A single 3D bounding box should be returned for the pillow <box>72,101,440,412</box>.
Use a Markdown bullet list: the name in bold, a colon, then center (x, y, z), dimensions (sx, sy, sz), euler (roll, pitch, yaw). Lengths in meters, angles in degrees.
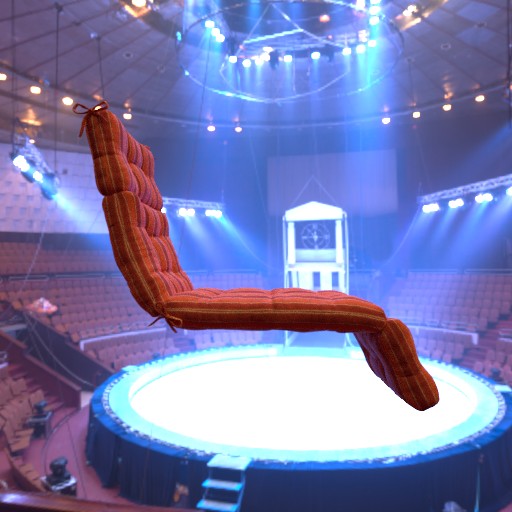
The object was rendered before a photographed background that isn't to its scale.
- **pillow**: center (0.000, 0.000, 1.455), dimensions (1.016, 0.863, 0.526), euler (0, -2, 1)
